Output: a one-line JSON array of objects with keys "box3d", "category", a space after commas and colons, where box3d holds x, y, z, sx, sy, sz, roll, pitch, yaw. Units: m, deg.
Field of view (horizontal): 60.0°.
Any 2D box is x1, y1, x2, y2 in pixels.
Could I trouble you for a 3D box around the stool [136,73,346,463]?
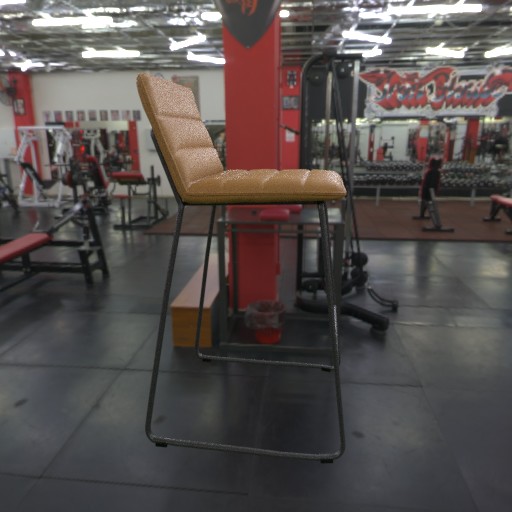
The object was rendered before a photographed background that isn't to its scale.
[{"box3d": [0.000, 0.000, 1.251, 0.524, 0.936, 0.489, 2, 15, 9], "category": "stool"}]
